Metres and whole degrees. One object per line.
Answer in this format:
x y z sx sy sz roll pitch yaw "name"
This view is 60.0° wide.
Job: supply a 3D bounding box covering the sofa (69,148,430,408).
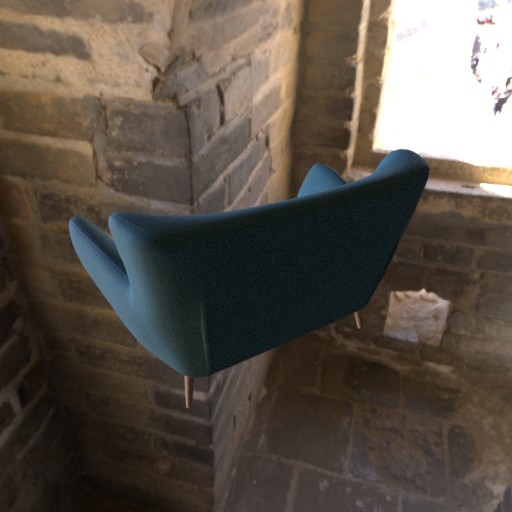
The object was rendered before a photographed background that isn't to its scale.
0.000 0.000 1.986 1.397 0.889 0.889 -17 35 -27 "sofa"
